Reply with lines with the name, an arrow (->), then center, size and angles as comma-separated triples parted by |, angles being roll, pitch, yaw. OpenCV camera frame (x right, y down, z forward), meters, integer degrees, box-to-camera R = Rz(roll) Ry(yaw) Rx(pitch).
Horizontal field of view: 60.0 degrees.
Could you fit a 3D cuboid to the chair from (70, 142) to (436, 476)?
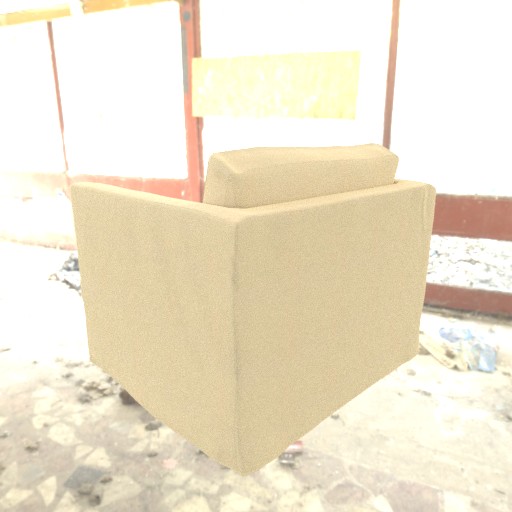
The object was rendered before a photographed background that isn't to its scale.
chair -> 0.000, 0.000, 1.717 | 1.057, 0.851, 0.947 | -15, 22, -42
